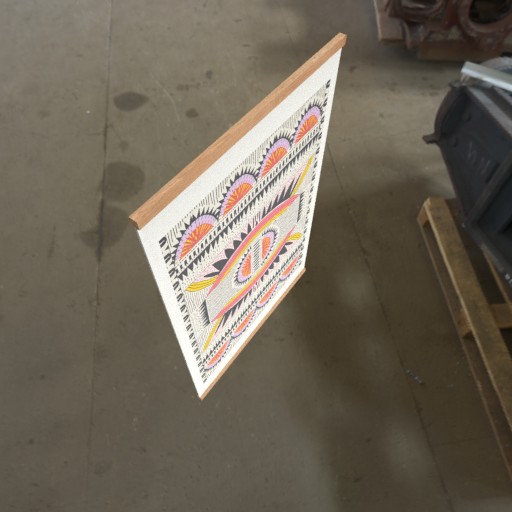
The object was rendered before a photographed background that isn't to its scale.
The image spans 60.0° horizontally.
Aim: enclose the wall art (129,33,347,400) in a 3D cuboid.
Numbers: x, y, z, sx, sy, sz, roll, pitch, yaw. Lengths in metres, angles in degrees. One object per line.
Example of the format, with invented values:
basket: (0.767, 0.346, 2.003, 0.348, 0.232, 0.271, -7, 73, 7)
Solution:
wall art: (0.000, 0.000, 1.929, 0.028, 1.533, 0.999, 32, 62, 19)
